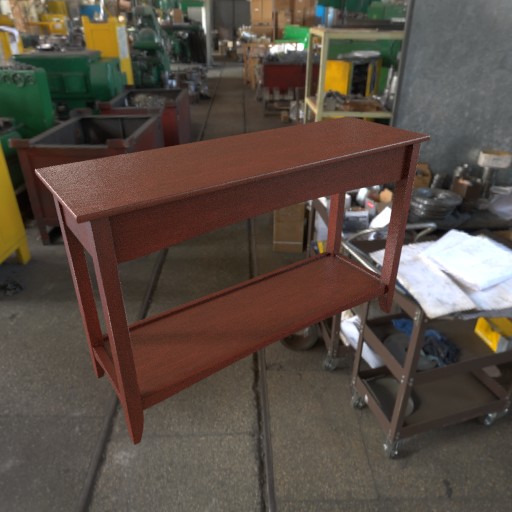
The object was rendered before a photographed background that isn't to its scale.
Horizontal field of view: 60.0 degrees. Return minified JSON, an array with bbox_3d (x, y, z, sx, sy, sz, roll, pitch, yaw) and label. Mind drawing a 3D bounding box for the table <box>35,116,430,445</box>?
[{"bbox_3d":[0.000,0.000,1.535,1.188,0.739,0.392,-19,34,-30],"label":"table"}]
